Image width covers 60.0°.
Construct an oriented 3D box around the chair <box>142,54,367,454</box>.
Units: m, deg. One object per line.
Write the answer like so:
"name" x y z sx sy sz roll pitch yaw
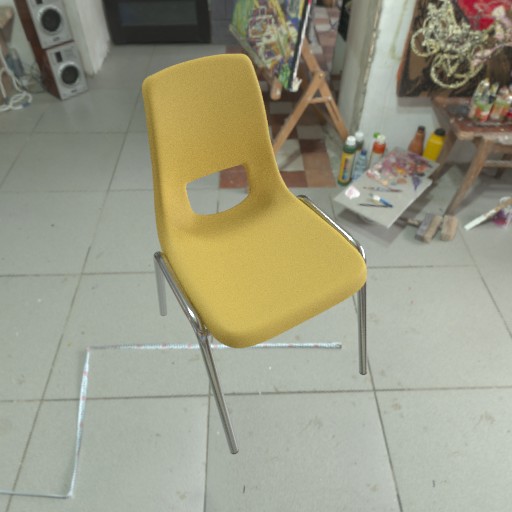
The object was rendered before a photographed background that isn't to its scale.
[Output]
"chair" 0.000 0.000 0.908 0.381 0.653 0.436 -24 51 -21
